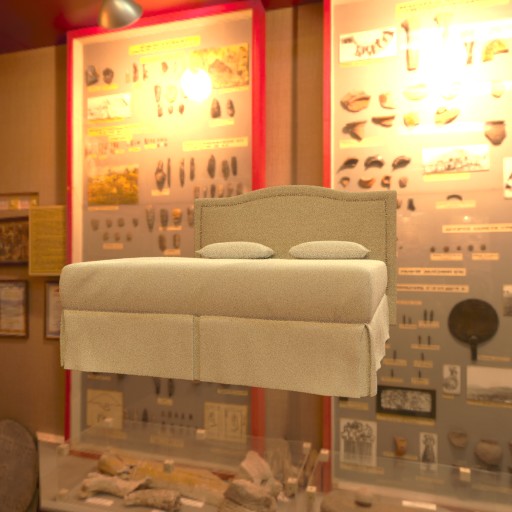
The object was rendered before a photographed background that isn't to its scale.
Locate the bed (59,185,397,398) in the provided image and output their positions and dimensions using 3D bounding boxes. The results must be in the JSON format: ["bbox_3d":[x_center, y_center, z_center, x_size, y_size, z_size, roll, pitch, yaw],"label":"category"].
[{"bbox_3d":[0.000,0.000,3.491,2.083,1.421,2.182,0,0,18],"label":"bed"}]
